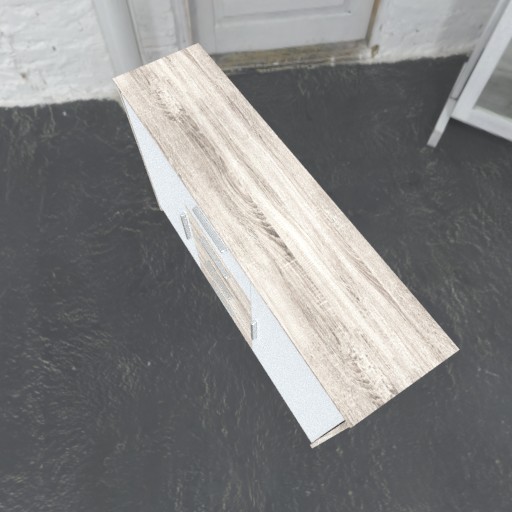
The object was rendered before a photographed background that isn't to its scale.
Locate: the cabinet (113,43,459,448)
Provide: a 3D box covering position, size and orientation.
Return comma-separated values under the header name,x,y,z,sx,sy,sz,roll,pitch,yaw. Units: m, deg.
name,x,y,z,sx,sy,sz,roll,pitch,yaw
cabinet,0.000,0.000,1.827,0.380,0.900,1.450,-29,67,-14
